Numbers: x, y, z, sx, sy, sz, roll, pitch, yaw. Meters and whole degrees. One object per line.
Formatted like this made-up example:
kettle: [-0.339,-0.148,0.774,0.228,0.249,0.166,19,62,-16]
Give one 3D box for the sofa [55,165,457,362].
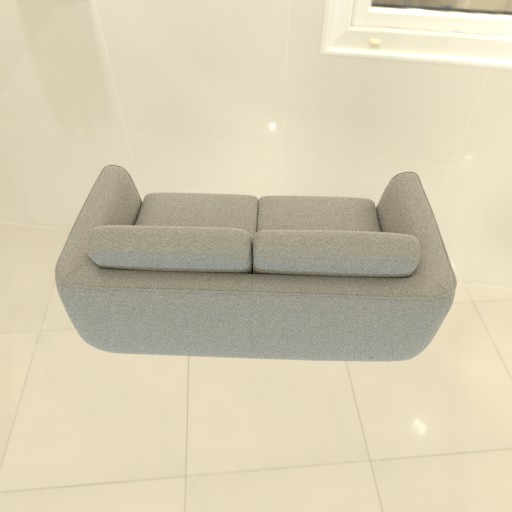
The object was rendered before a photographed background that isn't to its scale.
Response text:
sofa: [0.000,0.000,2.206,1.700,0.850,0.920,2,47,2]
